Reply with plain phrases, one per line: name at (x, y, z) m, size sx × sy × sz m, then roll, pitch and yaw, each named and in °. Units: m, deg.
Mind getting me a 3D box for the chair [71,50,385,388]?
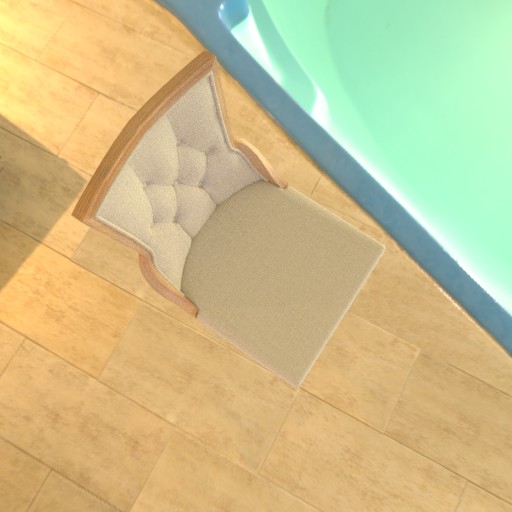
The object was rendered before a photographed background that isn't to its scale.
chair at (0.000, 0.000, 1.340) m, size 0.641 × 0.947 × 0.524 m, roll 33°, pitch 79°, yaw 7°
